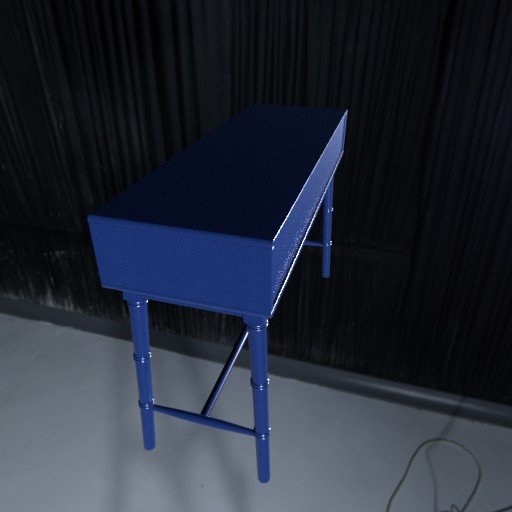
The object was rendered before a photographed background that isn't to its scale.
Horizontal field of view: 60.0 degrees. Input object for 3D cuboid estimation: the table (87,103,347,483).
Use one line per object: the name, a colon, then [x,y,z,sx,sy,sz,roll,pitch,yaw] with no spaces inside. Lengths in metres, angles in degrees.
table: [0.000,0.000,1.482,0.399,0.749,1.118,9,31,14]
